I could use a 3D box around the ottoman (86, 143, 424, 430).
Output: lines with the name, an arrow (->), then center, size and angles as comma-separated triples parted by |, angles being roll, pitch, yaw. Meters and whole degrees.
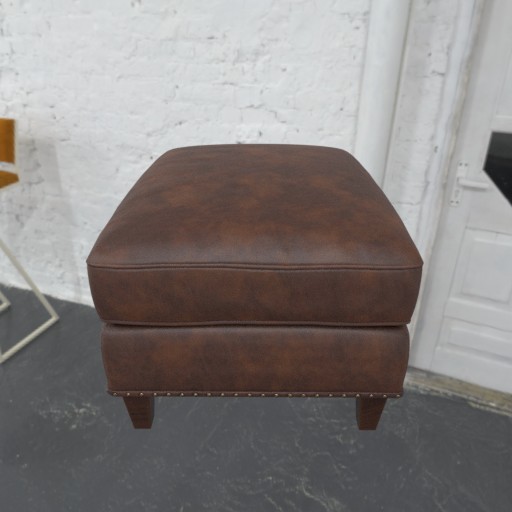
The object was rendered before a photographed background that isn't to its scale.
ottoman -> 0.000, 0.000, 1.129 | 0.586, 0.486, 0.742 | 0, 27, 0
